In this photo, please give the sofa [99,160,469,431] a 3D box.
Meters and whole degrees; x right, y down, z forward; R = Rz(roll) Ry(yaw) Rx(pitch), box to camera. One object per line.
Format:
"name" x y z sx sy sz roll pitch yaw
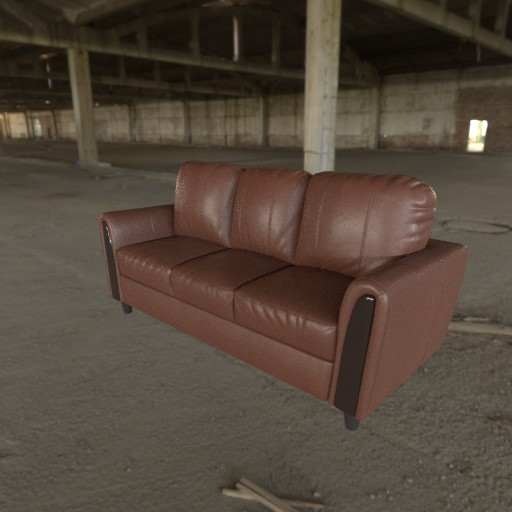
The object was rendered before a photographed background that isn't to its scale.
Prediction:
"sofa" 0.000 0.000 2.319 1.862 0.915 0.802 15 22 41
